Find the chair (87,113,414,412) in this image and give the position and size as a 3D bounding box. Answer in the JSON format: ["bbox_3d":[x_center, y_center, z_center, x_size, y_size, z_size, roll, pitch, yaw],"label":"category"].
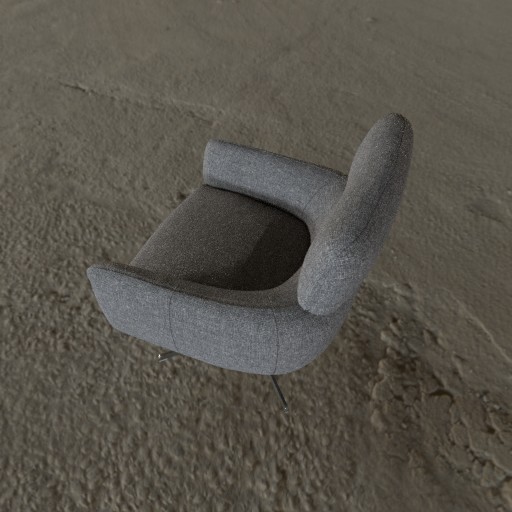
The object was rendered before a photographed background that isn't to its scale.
[{"bbox_3d":[0.000,0.000,1.331,0.715,0.812,0.706,17,48,16],"label":"chair"}]
